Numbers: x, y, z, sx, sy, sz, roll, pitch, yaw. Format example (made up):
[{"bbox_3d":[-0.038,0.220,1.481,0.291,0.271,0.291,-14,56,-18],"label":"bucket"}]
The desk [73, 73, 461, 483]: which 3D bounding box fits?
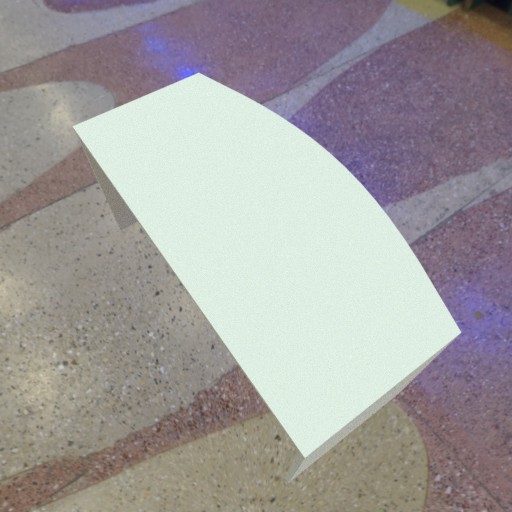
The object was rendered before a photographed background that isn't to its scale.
[{"bbox_3d":[0.000,0.000,2.000,0.802,0.750,1.600,-31,63,-18],"label":"desk"}]
